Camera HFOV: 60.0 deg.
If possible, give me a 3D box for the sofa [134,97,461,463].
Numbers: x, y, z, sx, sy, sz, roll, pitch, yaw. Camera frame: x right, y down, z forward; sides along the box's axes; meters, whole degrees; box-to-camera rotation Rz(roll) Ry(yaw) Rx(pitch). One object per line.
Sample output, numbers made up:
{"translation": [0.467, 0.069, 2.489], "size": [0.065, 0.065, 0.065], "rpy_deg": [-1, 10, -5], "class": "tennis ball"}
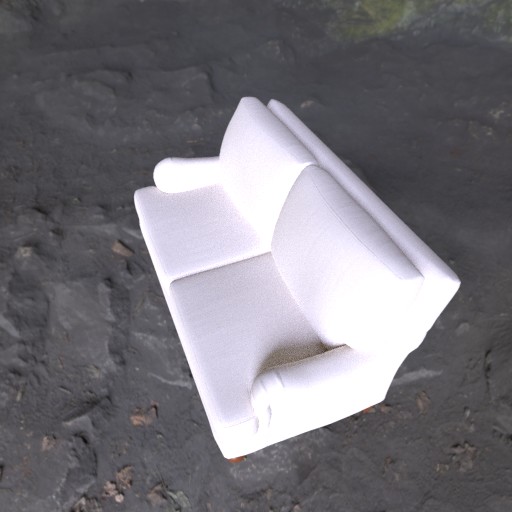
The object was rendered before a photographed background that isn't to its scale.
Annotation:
{"translation": [0.000, 0.000, 2.540], "size": [1.084, 1.101, 1.853], "rpy_deg": [-16, 47, -16], "class": "sofa"}
